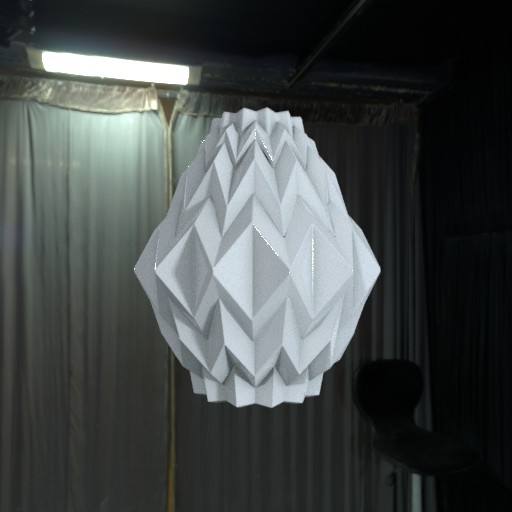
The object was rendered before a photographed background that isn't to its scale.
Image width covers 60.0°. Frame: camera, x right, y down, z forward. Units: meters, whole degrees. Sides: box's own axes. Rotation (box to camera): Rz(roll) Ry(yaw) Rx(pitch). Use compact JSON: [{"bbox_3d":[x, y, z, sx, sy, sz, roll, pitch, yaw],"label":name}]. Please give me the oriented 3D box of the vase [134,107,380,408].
[{"bbox_3d":[0.000,0.000,0.306,0.164,0.185,0.164,0,-1,0],"label":"vase"}]
